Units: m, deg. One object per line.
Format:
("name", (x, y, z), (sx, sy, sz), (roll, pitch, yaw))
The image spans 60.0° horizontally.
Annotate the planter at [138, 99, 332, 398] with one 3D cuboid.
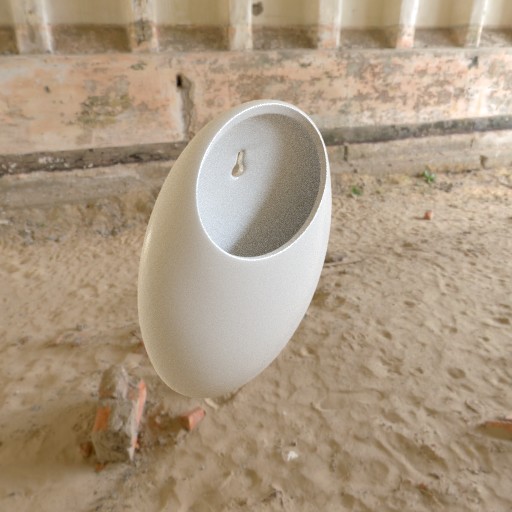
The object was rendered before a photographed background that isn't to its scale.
("planter", (0.000, 0.000, 0.281), (0.043, 0.188, 0.185), (18, 31, 33))
